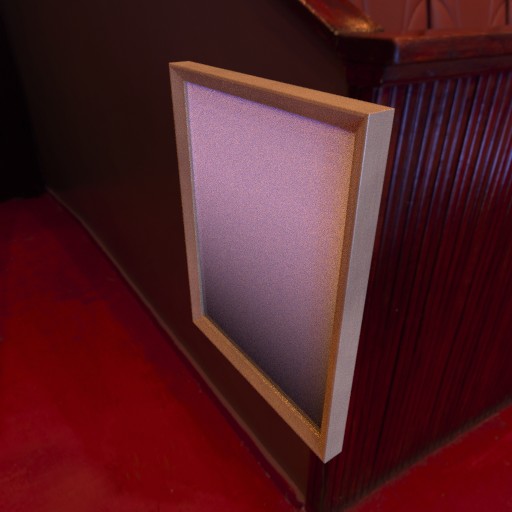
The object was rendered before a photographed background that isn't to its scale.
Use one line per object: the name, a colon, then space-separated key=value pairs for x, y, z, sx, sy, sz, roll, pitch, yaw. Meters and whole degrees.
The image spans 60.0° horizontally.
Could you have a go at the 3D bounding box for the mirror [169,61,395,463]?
mirror: x=0.000 y=0.000 z=0.680 sx=0.041 sy=0.509 sz=0.406 roll=-20 pitch=36 yaw=-30
